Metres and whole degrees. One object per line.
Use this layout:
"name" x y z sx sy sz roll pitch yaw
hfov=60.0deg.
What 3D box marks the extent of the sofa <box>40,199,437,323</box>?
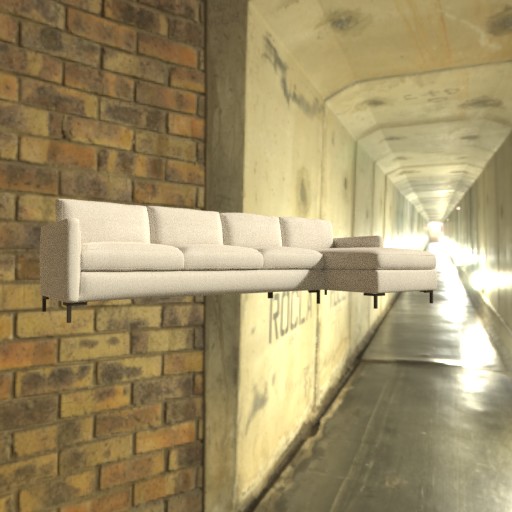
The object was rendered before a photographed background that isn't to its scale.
"sofa" 0.000 0.000 2.921 2.445 0.677 1.126 1 -1 -36
